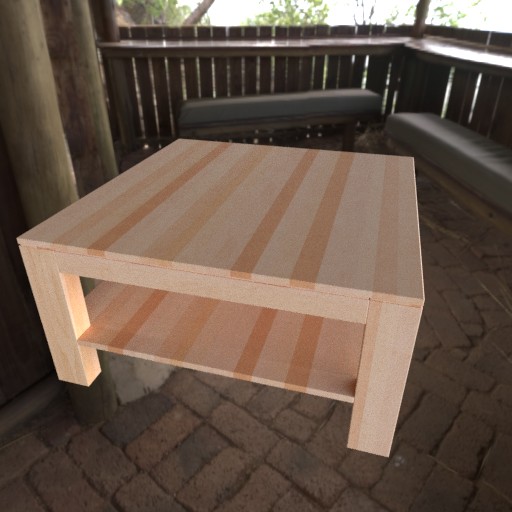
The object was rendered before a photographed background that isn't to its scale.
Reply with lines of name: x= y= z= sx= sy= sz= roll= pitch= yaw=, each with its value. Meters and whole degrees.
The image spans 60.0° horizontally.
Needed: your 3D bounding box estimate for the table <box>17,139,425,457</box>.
table: x=0.000 y=0.000 z=1.408 sx=0.900 sy=0.450 sz=0.900 roll=8 pitch=31 yaw=14
